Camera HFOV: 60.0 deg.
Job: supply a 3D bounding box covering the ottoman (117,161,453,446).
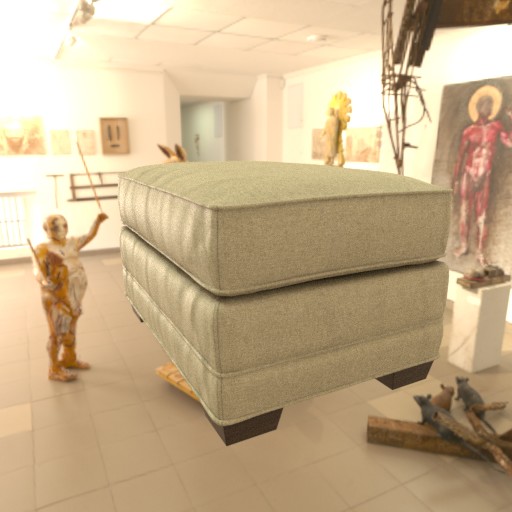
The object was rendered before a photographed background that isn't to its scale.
[{"bbox_3d":[0.000,0.000,1.240,0.611,0.508,0.848,-8,16,-27],"label":"ottoman"}]
